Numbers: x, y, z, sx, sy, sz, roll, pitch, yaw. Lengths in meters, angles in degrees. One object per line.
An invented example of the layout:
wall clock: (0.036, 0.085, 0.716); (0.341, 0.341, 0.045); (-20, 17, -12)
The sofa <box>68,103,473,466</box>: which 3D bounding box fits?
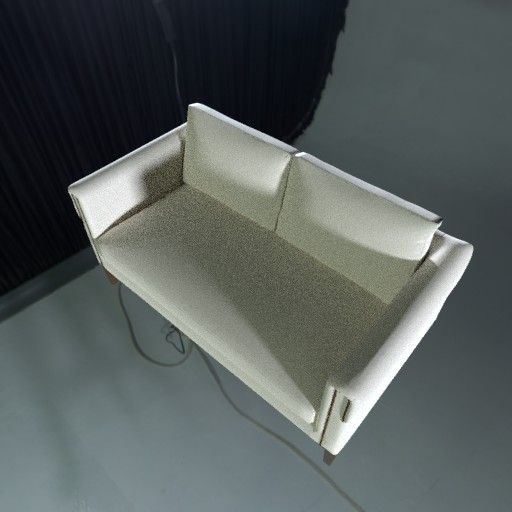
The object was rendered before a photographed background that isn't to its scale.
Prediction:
sofa: (0.000, 0.000, 2.091); (1.598, 0.873, 0.905); (33, 55, 27)
